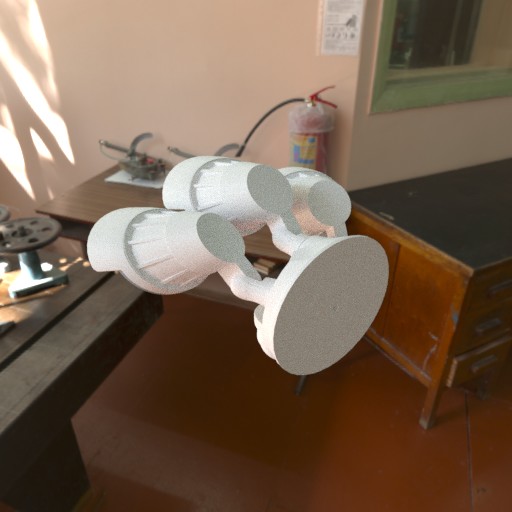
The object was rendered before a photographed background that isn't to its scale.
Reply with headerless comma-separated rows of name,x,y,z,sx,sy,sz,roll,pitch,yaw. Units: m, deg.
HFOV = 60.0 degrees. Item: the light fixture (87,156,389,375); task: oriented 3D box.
light fixture,0.000,0.000,0.552,0.369,0.237,0.278,-20,36,-30
